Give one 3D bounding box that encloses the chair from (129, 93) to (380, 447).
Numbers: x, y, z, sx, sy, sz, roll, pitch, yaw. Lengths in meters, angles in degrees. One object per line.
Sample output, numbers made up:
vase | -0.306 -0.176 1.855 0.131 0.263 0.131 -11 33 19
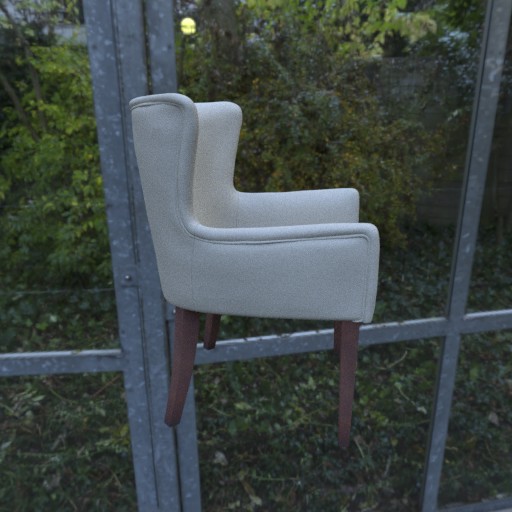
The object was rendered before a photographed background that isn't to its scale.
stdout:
chair | 0.000 0.000 1.411 0.686 0.952 0.660 2 17 8
